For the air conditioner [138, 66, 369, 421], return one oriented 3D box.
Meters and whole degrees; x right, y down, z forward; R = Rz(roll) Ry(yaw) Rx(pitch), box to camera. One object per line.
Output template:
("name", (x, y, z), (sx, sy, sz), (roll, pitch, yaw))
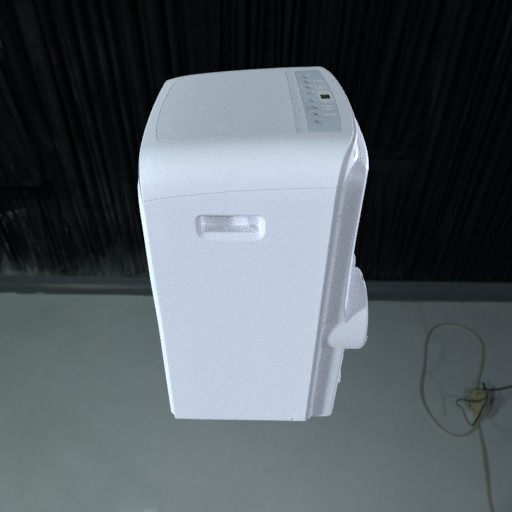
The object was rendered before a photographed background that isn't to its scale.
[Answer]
("air conditioner", (0.000, 0.000, 1.058), (0.467, 0.765, 0.478), (-1, 40, -1))
